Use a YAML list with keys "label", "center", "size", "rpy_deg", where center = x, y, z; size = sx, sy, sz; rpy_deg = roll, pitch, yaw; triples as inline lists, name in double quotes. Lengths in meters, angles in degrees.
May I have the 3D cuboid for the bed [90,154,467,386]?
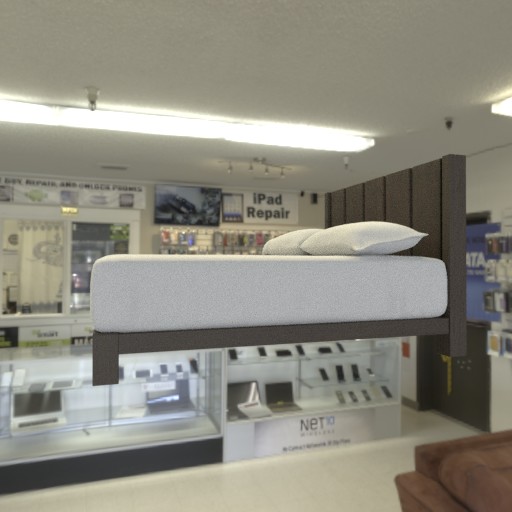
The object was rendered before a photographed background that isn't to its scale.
- label: "bed"
  center: [0.000, 0.000, 3.284]
  size: [2.242, 1.270, 1.727]
  rpy_deg: [0, 0, -18]
